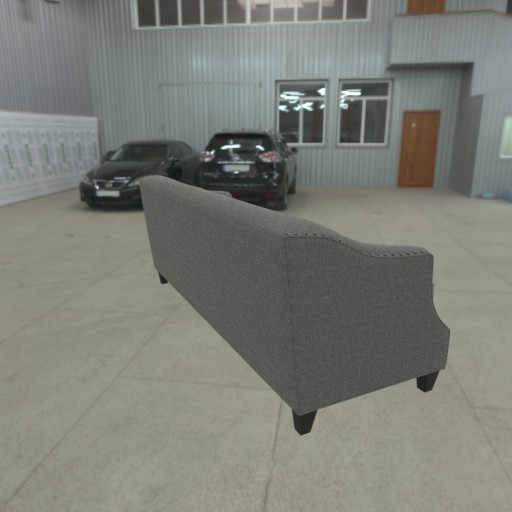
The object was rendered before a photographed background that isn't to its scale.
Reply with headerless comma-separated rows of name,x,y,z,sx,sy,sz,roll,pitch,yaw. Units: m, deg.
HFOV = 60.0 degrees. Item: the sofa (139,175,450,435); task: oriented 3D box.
sofa,0.000,0.000,2.760,0.914,0.901,2.235,-8,17,-26
